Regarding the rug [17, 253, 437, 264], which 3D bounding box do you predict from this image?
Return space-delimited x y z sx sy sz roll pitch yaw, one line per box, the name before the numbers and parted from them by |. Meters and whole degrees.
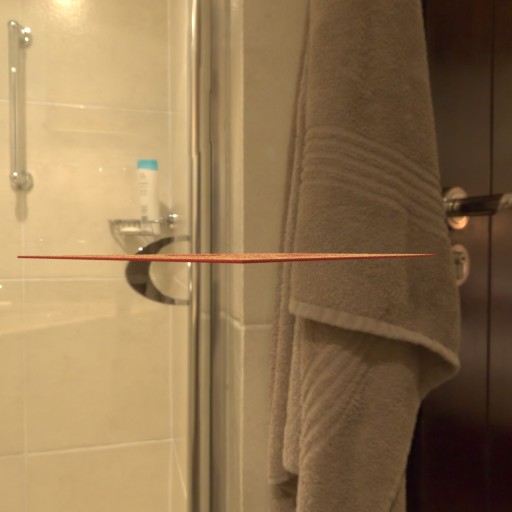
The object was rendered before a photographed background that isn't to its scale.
rug | 0.000 0.000 2.812 1.593 0.013 2.211 1 1 38
